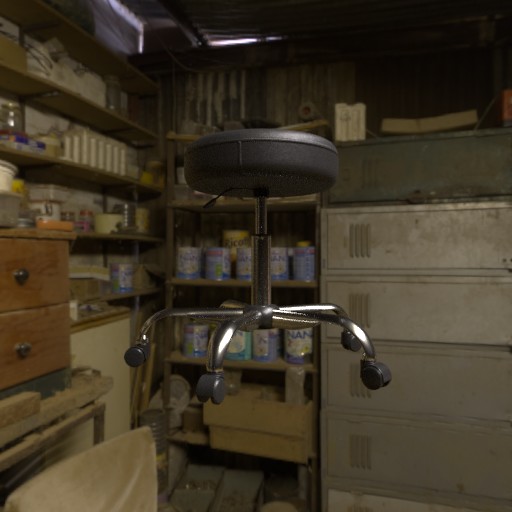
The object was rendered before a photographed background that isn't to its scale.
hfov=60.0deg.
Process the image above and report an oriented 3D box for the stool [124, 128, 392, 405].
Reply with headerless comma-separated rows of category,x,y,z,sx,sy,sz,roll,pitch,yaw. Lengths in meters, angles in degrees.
stool,0.000,0.000,1.144,0.673,0.576,0.638,0,0,18
